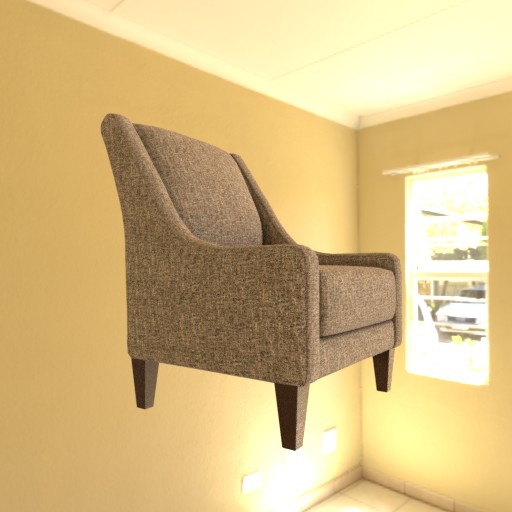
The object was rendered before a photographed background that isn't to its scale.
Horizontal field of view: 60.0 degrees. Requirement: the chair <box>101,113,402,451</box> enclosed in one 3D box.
[{"bbox_3d":[0.000,0.000,1.631,0.870,1.014,0.774,-1,-2,36],"label":"chair"}]
